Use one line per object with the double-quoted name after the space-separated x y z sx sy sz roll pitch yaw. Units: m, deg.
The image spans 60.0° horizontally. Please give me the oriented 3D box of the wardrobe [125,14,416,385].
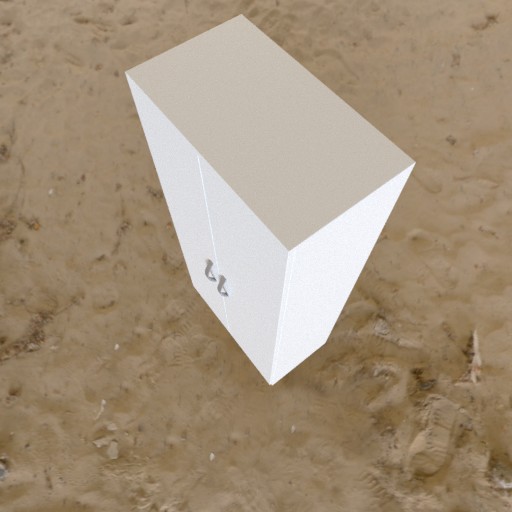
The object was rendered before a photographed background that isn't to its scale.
0.000 0.000 1.987 0.470 1.700 0.760 -35 68 -16 "wardrobe"
